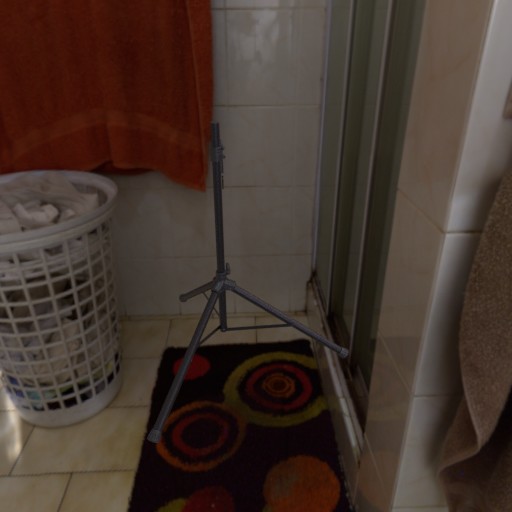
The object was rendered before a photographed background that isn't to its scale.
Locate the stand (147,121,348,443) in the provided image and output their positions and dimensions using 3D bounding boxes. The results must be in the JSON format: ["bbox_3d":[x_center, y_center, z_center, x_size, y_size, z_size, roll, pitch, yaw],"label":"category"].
[{"bbox_3d":[0.000,0.000,1.925,0.907,1.136,1.045,0,28,0],"label":"stand"}]
